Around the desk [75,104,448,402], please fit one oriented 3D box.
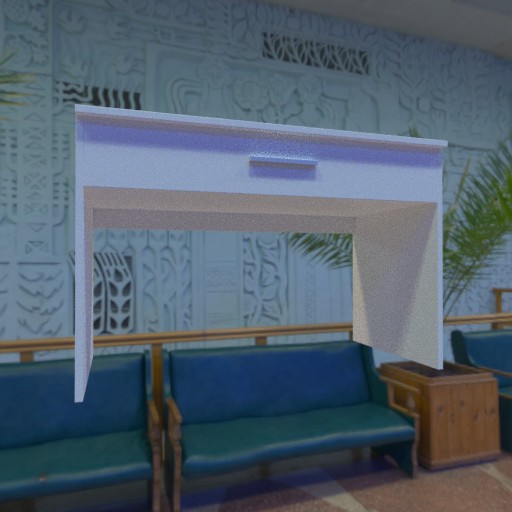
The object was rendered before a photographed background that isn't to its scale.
[{"bbox_3d":[0.000,0.000,1.506,1.100,0.730,0.560,0,0,-18],"label":"desk"}]
